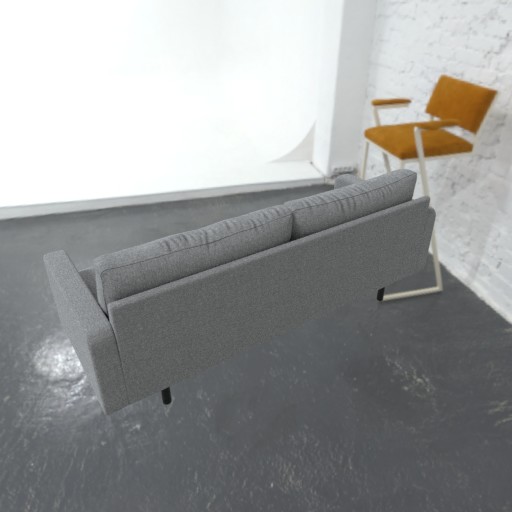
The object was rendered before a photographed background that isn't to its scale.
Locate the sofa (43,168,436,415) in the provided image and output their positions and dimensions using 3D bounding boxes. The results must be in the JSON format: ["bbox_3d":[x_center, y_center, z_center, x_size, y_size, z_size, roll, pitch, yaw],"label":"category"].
[{"bbox_3d":[0.000,0.000,2.678,2.200,0.880,0.880,-19,35,-29],"label":"sofa"}]
